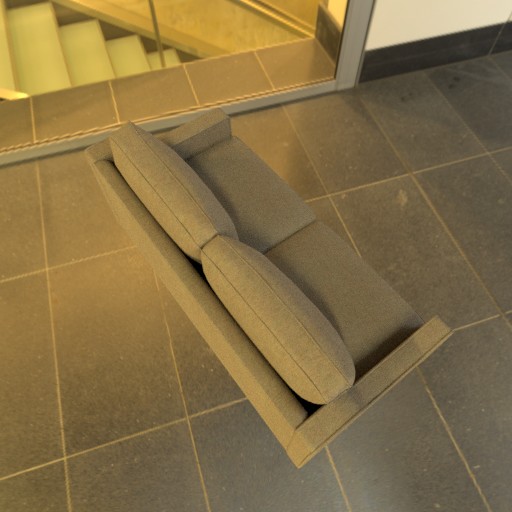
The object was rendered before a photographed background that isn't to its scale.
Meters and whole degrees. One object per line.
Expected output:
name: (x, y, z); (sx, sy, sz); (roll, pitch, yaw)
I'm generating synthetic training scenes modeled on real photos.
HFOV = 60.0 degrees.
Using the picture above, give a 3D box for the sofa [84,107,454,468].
sofa: (0.000, 0.000, 2.776); (1.073, 1.074, 2.181); (-33, 65, -18)
